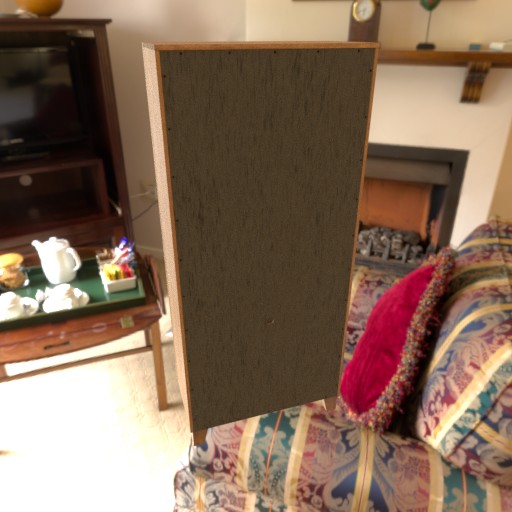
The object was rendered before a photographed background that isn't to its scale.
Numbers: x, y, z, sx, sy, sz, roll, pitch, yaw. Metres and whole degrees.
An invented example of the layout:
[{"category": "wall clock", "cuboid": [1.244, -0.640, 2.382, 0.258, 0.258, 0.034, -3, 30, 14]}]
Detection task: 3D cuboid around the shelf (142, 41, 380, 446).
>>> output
[{"category": "shelf", "cuboid": [0.000, 0.000, 2.224, 0.864, 1.930, 0.453, -8, 28, -16]}]
